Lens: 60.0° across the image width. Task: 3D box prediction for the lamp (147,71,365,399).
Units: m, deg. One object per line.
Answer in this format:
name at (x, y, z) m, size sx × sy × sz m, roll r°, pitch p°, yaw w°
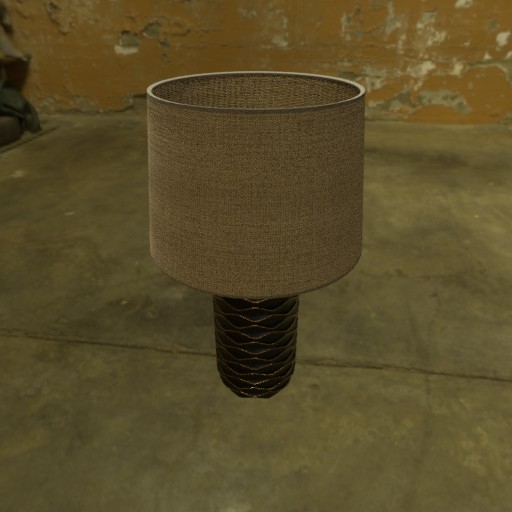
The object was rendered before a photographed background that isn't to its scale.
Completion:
lamp at (0.000, 0.000, 0.821) m, size 0.376 × 0.594 × 0.376 m, roll 0°, pitch 30°, yaw 0°
